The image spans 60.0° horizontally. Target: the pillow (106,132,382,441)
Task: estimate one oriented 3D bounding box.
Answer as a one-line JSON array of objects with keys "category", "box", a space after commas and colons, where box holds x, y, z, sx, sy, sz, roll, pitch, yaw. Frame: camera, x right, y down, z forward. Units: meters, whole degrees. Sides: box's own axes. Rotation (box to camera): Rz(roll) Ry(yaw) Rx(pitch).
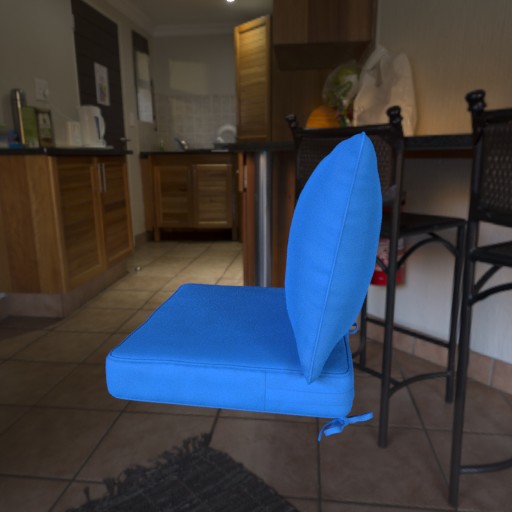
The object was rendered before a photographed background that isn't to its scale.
[{"category": "pillow", "box": [0.000, 0.000, 1.390, 0.733, 0.725, 0.798, 2, 14, 9]}]
